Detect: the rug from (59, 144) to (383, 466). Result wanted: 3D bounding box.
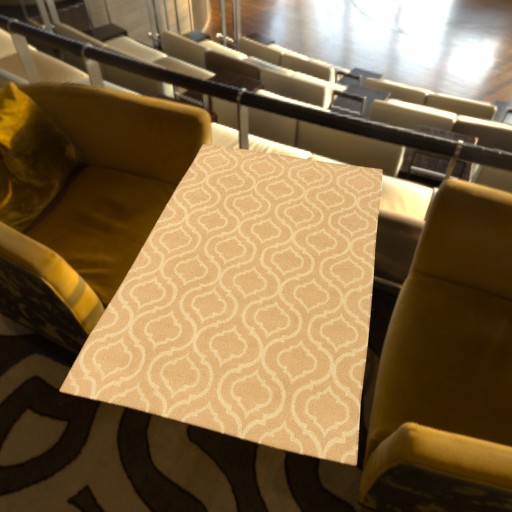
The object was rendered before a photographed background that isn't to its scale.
[{"bbox_3d":[0.000,0.000,2.191,1.152,0.013,1.761,10,48,9],"label":"rug"}]
